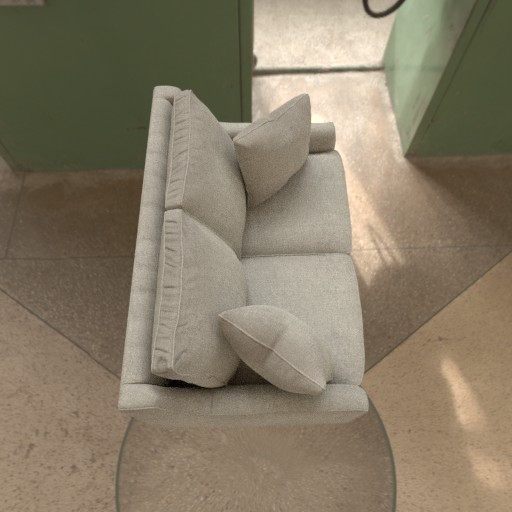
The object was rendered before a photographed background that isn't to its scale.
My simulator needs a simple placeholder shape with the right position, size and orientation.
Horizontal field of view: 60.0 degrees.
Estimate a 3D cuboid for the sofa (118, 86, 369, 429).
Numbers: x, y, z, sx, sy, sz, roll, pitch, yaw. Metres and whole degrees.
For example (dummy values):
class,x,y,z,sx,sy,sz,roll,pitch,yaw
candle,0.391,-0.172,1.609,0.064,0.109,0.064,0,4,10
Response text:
class,x,y,z,sx,sy,sz,roll,pitch,yaw
sofa,0.000,0.000,2.019,0.915,0.863,1.422,-1,64,0
